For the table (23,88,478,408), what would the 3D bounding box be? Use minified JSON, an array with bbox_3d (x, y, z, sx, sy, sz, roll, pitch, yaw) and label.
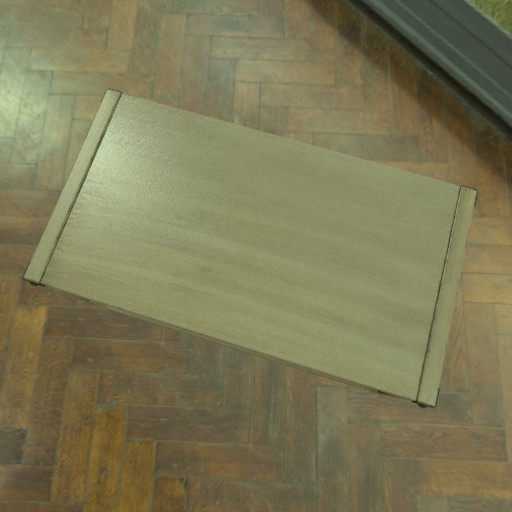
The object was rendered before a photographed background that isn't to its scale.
[{"bbox_3d":[0.000,0.000,1.304,1.016,0.456,0.559,17,76,4],"label":"table"}]
